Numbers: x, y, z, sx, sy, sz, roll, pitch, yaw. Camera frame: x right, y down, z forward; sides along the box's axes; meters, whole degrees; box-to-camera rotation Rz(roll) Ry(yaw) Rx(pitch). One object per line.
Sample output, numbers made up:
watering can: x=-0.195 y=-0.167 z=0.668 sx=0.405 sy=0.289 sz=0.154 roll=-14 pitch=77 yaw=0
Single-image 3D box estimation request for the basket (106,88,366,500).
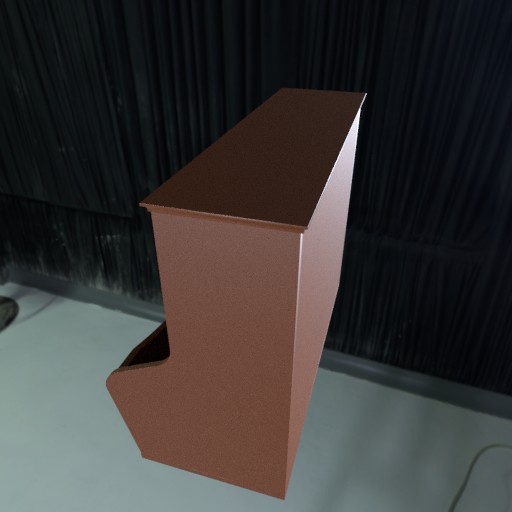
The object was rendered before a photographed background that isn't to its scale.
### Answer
basket: x=0.000 y=0.000 z=1.077 sx=0.376 sy=0.625 sz=0.792 roll=9 pitch=33 yaw=14
